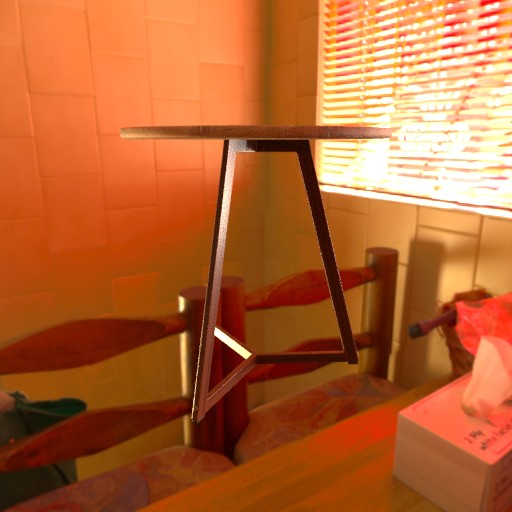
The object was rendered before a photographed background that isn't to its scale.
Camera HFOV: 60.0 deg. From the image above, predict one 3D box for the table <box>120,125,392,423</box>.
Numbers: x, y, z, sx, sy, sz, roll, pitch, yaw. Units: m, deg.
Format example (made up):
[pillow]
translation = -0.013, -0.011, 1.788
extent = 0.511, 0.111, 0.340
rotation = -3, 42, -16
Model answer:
[table]
translation = 0.000, 0.000, 0.909
extent = 0.500, 0.500, 0.500
rotation = 0, 15, 0
